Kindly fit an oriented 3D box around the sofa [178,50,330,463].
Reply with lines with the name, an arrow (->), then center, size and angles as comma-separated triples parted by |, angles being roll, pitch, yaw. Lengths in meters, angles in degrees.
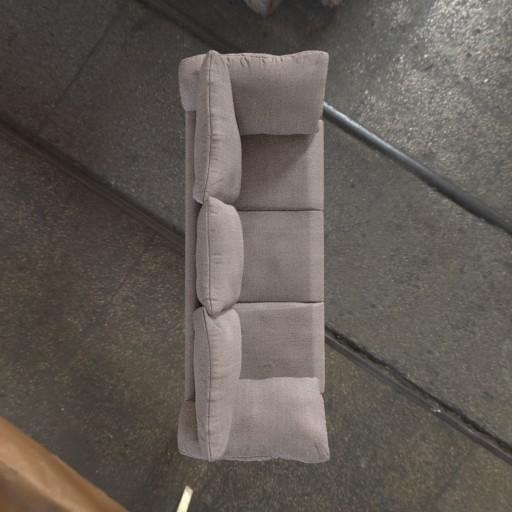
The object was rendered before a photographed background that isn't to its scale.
sofa -> 0.000, 0.000, 2.776 | 0.878, 0.996, 2.334 | 0, 89, 0
